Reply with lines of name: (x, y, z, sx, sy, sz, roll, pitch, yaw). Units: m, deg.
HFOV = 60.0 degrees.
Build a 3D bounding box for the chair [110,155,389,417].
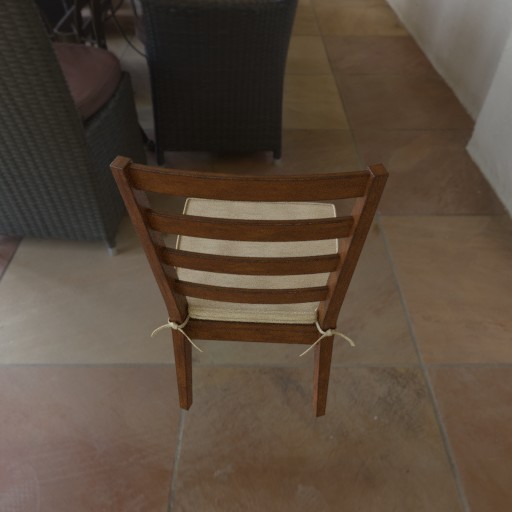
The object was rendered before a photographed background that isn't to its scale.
chair: (0.000, 0.000, 1.328, 0.593, 0.979, 0.595, 2, 45, 2)
